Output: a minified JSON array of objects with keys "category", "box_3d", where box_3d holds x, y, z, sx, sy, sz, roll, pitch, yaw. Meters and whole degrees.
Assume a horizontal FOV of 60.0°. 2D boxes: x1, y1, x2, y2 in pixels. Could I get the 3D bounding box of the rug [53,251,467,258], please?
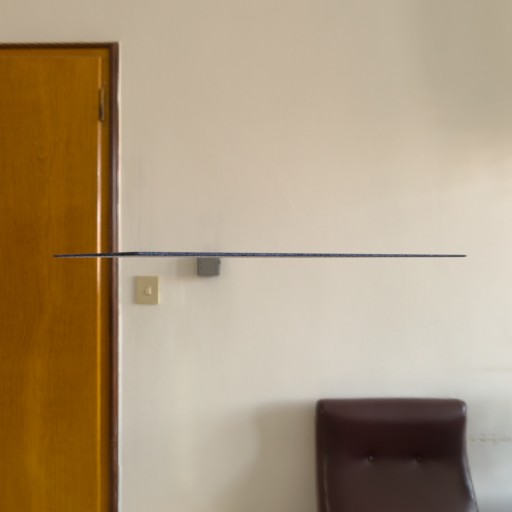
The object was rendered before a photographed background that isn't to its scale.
[{"category":"rug","box_3d":[0.000,0.000,4.272,3.245,0.024,2.385,0,0,-34]}]
